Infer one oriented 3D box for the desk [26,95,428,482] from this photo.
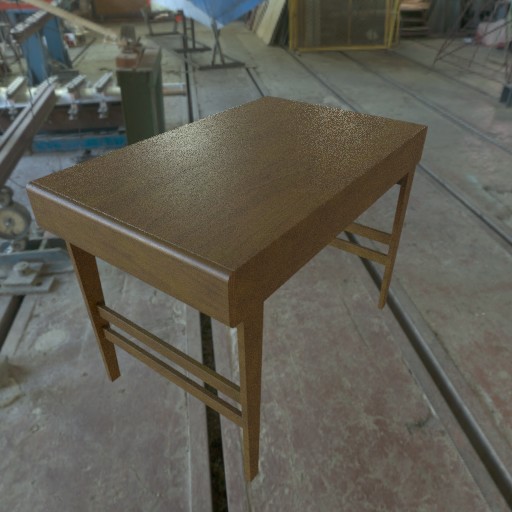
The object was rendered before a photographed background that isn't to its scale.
[{"bbox_3d":[0.000,0.000,1.511,0.660,0.754,1.066,22,40,29],"label":"desk"}]
